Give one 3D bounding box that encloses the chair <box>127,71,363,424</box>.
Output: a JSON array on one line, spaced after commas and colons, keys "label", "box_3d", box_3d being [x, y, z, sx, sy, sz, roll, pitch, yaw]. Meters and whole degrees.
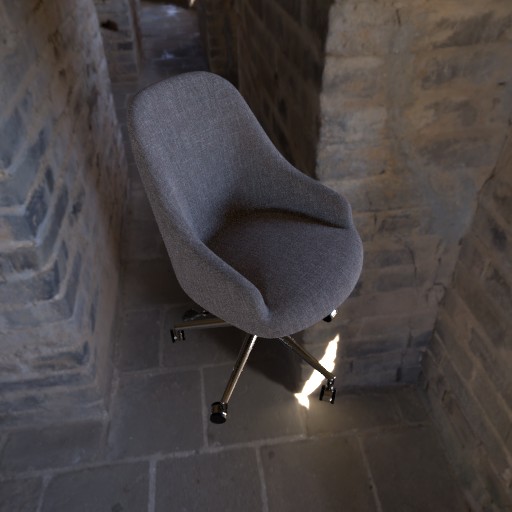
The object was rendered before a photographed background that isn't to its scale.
[{"label": "chair", "box_3d": [0.000, 0.000, 1.402, 0.712, 0.950, 0.671, 25, 46, 26]}]
